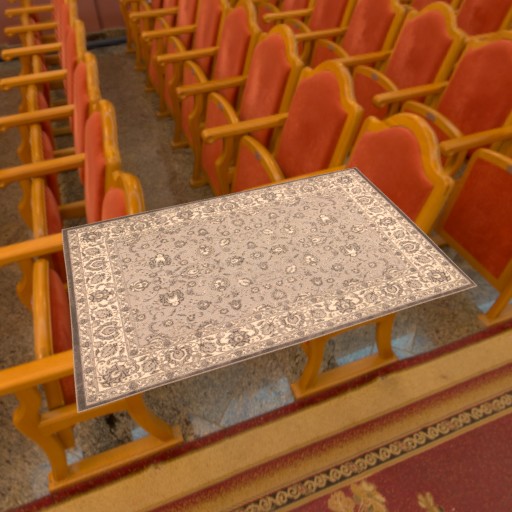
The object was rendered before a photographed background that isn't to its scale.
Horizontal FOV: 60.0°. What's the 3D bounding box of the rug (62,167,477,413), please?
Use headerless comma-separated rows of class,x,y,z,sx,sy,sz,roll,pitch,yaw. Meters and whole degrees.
rug,0.000,0.000,3.009,2.438,0.011,1.524,-14,44,-15
